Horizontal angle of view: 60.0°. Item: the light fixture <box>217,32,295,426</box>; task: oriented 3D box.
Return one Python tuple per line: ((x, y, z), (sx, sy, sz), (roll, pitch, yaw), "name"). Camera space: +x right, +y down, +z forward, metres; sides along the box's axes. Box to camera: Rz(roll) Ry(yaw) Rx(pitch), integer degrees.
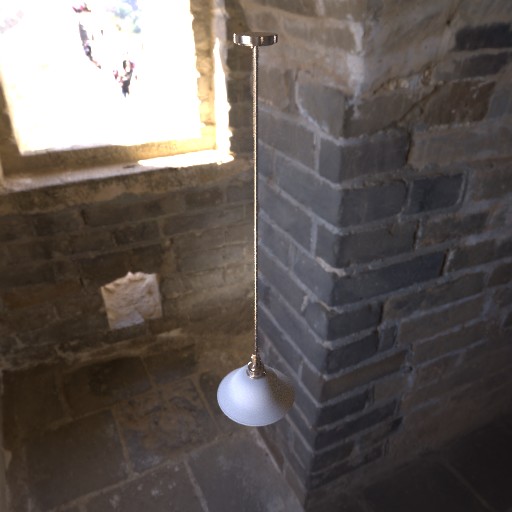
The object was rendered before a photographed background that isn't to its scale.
((0.000, 0.000, 1.506), (0.324, 1.354, 0.324), (8, 32, 12), "light fixture")
